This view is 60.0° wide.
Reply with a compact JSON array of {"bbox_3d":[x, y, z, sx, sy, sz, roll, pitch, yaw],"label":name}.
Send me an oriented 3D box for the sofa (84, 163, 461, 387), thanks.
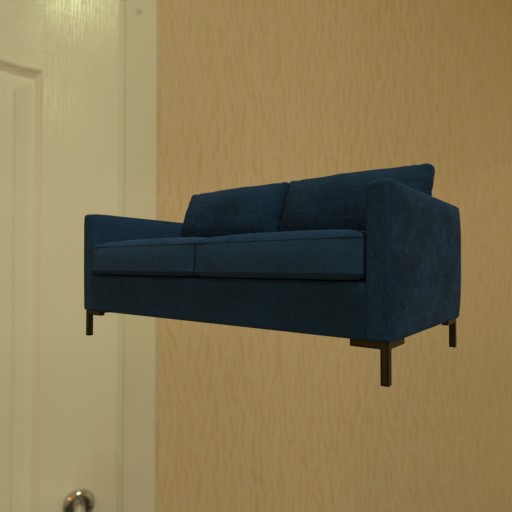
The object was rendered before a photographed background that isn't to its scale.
[{"bbox_3d":[0.000,0.000,2.138,1.676,0.817,0.875,-1,-1,37],"label":"sofa"}]
